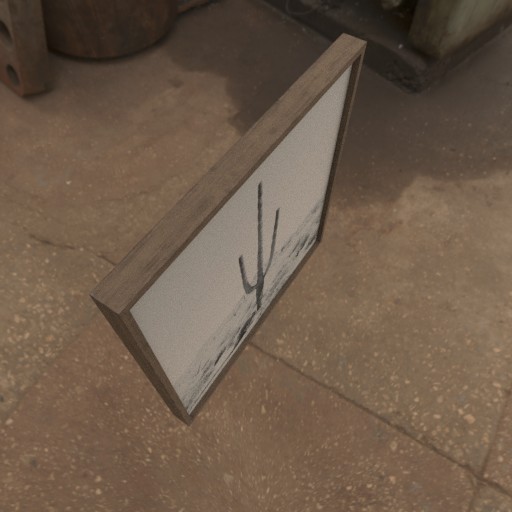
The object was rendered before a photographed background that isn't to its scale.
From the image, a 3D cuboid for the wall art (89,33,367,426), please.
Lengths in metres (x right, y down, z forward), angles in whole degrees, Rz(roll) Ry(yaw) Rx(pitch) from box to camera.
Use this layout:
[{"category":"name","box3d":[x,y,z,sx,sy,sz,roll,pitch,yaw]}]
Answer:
[{"category":"wall art","box3d":[0.000,0.000,0.738,0.038,0.508,0.508,30,63,17]}]
